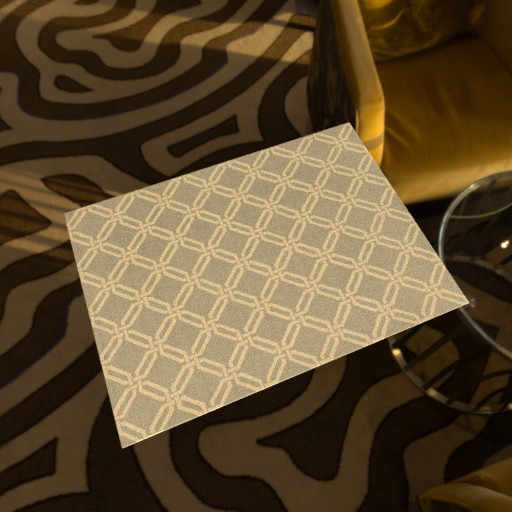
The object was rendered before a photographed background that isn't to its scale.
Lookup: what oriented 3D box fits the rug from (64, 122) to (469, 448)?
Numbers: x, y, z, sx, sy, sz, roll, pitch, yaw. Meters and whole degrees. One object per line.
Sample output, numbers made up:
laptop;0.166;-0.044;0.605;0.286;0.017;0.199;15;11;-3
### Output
rug;0.000;0.000;4.416;3.353;0.013;2.438;-20;65;-10
